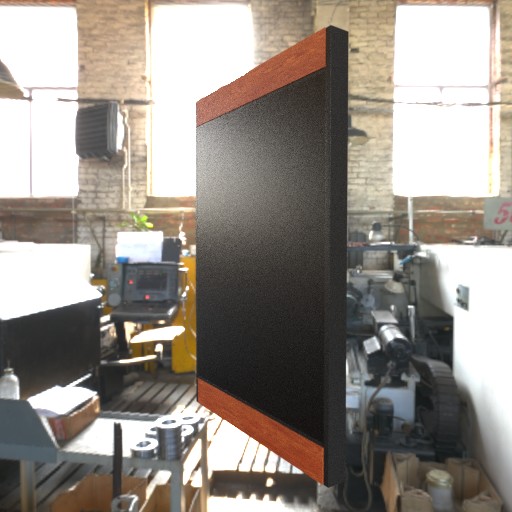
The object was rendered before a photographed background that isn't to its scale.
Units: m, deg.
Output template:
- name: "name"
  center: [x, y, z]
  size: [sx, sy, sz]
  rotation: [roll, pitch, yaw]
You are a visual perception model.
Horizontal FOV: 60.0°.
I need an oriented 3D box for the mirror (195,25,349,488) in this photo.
- name: "mirror"
  center: [0.000, 0.000, 1.015]
  size: [0.047, 0.823, 0.525]
  rotation: [-1, 2, -34]
